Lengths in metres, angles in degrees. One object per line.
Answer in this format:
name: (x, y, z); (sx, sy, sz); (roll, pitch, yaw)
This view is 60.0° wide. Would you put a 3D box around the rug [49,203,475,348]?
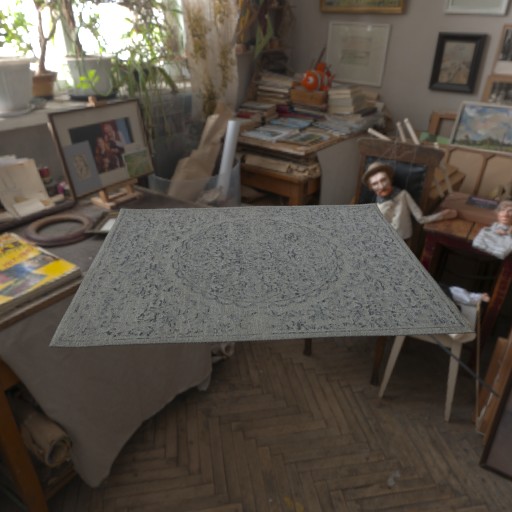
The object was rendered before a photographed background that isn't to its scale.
rug: (0.000, 0.000, 4.033); (2.925, 0.026, 2.343); (-2, 29, -3)
